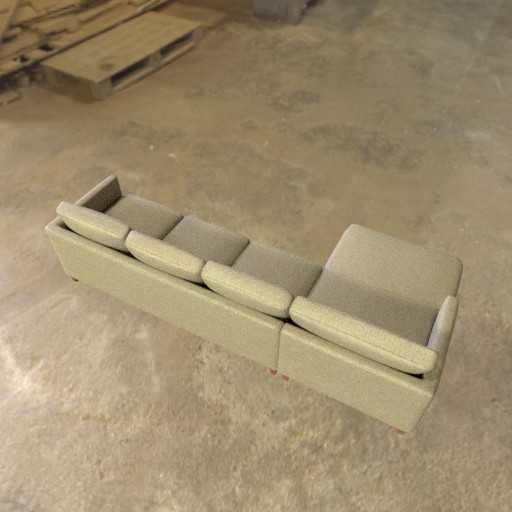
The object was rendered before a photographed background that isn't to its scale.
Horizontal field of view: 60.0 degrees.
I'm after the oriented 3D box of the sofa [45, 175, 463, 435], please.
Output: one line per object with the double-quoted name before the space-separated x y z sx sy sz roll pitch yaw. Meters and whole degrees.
"sofa" 0.000 0.000 3.748 3.201 0.876 1.502 21 50 19
